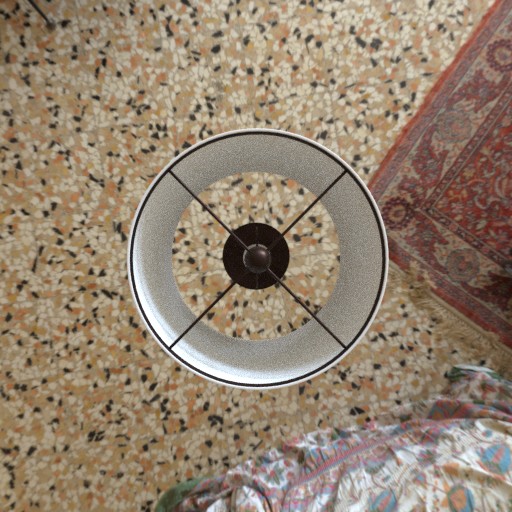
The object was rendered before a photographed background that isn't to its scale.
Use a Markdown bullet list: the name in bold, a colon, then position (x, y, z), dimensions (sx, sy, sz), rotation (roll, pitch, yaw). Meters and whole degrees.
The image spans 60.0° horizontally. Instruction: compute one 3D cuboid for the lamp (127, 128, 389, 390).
- **lamp**: position (0.000, 0.000, 0.809), dimensions (0.301, 0.630, 0.301), rotation (0, 91, 0)
